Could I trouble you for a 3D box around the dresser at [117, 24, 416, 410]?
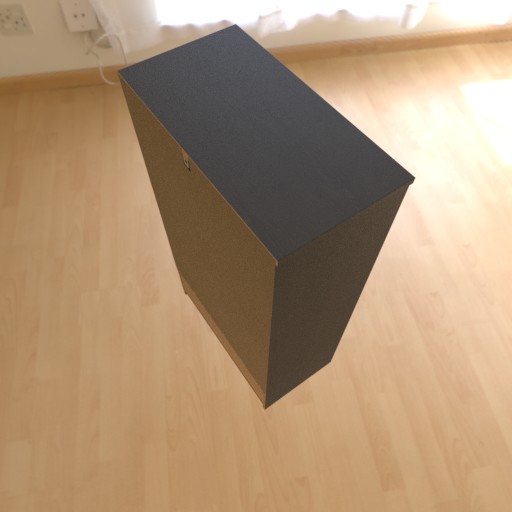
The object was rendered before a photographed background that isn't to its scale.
[{"bbox_3d":[0.000,0.000,1.590,0.399,1.255,0.704,-31,63,-17],"label":"dresser"}]
